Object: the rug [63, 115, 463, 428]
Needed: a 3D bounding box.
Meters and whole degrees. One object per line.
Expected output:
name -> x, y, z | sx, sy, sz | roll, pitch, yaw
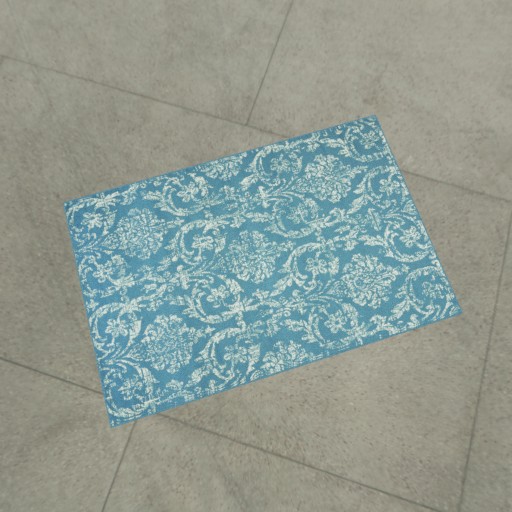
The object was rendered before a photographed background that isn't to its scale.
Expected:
rug -> 0.000, 0.000, 3.510 | 2.746, 0.018, 1.816 | -17, 75, -5
